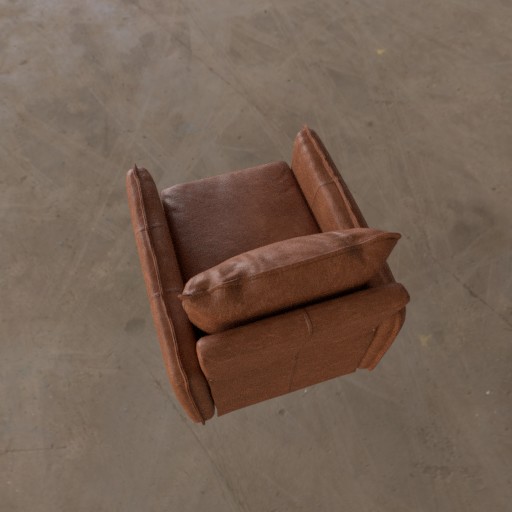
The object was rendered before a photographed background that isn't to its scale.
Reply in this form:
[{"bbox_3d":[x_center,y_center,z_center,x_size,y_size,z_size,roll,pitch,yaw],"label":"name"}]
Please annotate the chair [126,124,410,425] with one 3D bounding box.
[{"bbox_3d":[0.000,0.000,1.641,0.830,0.922,0.922,-15,60,-9],"label":"chair"}]
